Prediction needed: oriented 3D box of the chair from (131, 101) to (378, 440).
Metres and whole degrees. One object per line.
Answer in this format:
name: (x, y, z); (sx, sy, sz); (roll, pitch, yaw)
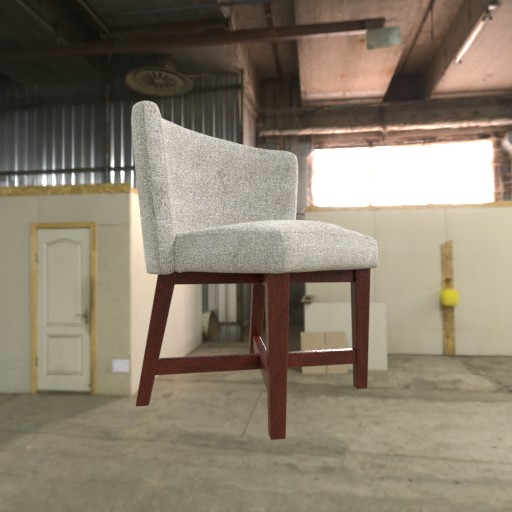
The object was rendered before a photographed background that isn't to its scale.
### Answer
chair: (0.000, 0.000, 1.325); (0.575, 0.827, 0.728); (0, 0, 36)
